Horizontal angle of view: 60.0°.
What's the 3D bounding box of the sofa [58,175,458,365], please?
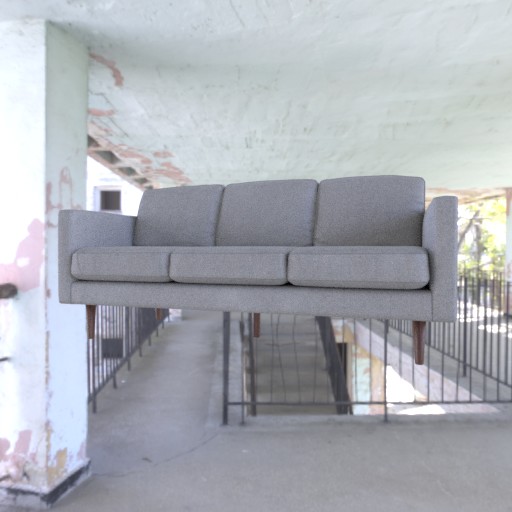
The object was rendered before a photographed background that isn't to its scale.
[{"bbox_3d":[0.000,0.000,2.478,1.983,0.918,0.944,0,1,19],"label":"sofa"}]
